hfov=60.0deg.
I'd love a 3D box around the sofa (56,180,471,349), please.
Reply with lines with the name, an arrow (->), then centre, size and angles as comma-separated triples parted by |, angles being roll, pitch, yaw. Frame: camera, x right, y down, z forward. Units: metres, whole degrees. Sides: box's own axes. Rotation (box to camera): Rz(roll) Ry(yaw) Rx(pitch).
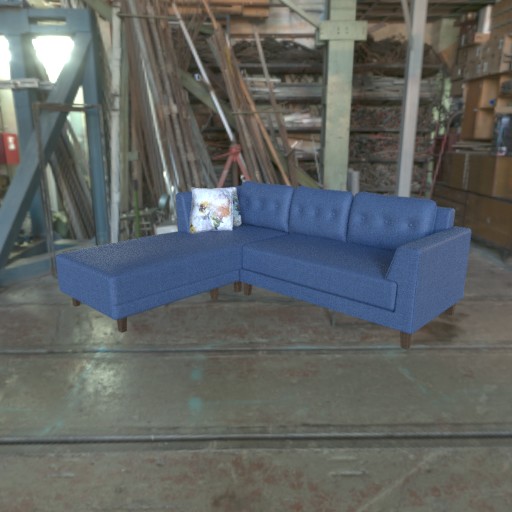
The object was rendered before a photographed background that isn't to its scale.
sofa -> 0.000, 0.000, 2.986 | 2.120, 0.787, 1.829 | 14, 21, 42
